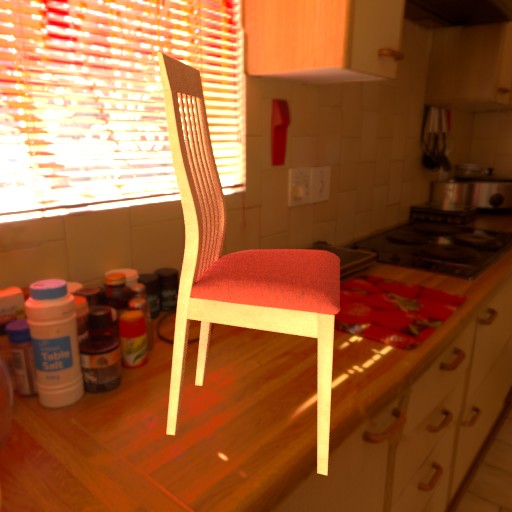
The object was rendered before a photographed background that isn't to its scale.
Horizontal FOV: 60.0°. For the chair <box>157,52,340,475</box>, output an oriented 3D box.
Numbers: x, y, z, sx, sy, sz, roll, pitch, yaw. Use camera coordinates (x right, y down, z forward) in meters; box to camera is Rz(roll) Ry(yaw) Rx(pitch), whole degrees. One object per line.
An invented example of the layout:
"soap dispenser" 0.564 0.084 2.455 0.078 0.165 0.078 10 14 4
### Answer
"chair" 0.000 0.000 1.251 0.474 1.027 0.460 3 15 10
